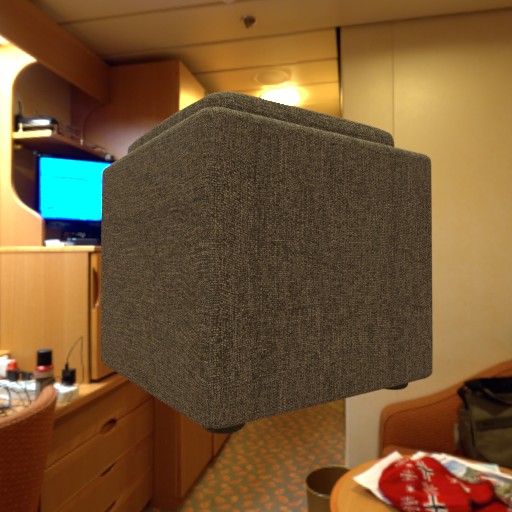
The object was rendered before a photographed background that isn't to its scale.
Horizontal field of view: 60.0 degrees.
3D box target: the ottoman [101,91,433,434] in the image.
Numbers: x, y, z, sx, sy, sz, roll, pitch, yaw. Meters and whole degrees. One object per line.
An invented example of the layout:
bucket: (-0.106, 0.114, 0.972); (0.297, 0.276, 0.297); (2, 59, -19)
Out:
ottoman: (0.000, 0.000, 0.825); (0.450, 0.460, 0.450); (1, -1, -35)
